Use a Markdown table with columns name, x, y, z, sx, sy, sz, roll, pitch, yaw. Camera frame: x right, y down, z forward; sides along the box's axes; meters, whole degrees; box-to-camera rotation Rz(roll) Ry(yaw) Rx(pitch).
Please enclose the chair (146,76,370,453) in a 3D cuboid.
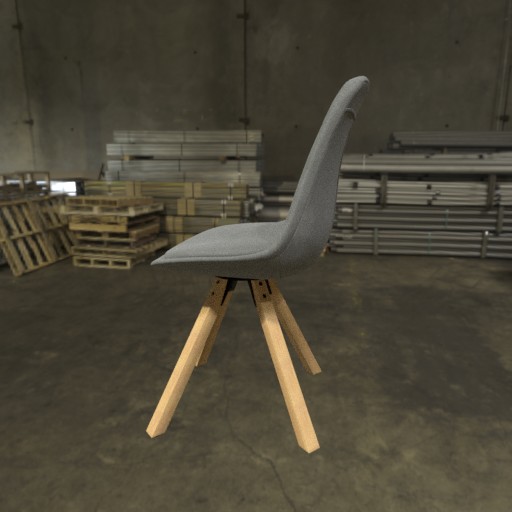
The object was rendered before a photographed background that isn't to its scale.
| name | x | y | z | sx | sy | sz | roll | pitch | yaw |
| --- | --- | --- | --- | --- | --- | --- | --- | --- | --- |
| chair | 0.000 | 0.000 | 1.198 | 0.549 | 0.863 | 0.474 | 2 | 13 | 9 |
